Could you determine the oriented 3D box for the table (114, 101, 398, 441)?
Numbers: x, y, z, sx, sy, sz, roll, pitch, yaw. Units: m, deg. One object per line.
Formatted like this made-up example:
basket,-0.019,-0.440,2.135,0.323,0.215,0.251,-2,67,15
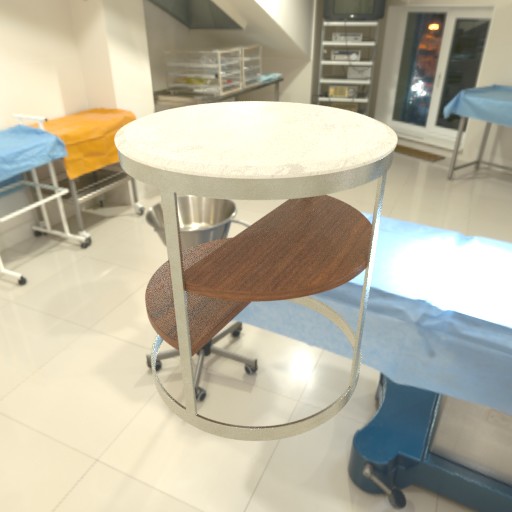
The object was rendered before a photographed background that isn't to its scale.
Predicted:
table,0.000,0.000,0.768,0.407,0.447,0.407,0,30,0
